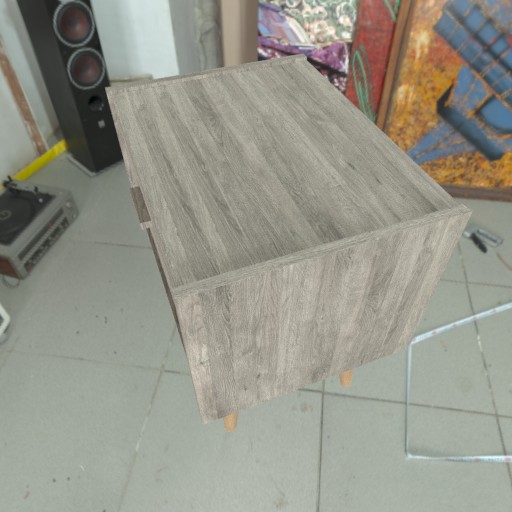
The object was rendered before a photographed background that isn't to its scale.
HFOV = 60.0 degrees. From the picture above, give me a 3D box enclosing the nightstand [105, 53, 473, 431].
[{"bbox_3d":[0.000,0.000,0.829,0.380,0.500,0.480,-16,49,-14],"label":"nightstand"}]
